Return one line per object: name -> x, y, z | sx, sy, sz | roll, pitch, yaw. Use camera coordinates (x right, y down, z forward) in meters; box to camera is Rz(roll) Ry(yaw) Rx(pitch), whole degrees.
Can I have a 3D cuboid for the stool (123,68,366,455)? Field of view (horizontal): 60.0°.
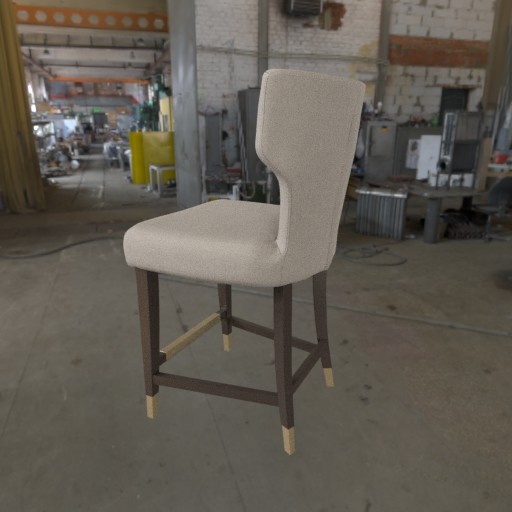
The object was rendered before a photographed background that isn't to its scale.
stool -> 0.000, 0.000, 1.322 | 0.563, 0.982, 0.527 | 9, 19, 26
